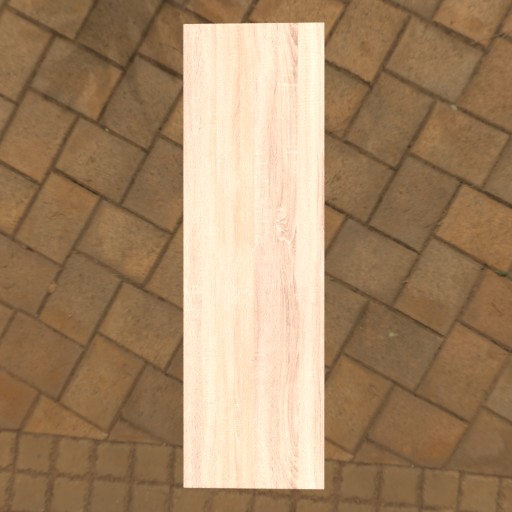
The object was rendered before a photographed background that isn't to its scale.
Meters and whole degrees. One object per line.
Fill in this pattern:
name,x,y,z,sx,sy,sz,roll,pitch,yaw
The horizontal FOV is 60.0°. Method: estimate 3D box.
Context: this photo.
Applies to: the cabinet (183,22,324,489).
cabinet,0.000,0.000,1.961,0.500,0.780,1.650,0,90,1
